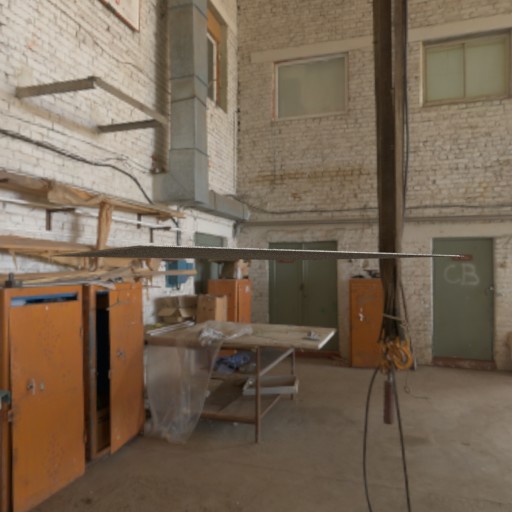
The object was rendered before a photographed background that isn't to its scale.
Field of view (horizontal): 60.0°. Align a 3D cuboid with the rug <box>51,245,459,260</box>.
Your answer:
[{"bbox_3d":[0.000,0.000,2.153,1.634,0.003,1.190,1,-2,-36],"label":"rug"}]
